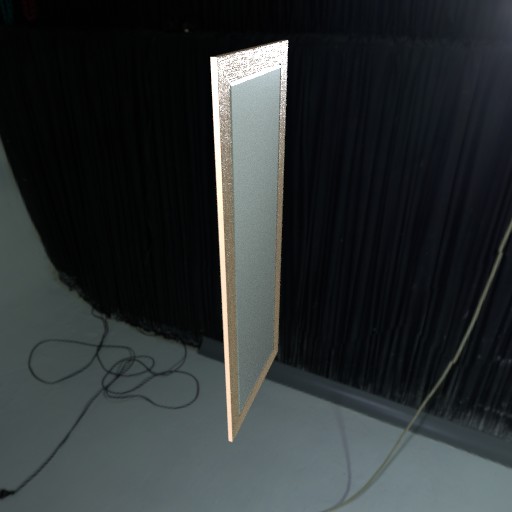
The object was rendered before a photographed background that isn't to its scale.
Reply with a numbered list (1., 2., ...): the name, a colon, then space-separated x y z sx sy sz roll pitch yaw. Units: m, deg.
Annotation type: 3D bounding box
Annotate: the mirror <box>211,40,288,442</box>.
1. mirror: 0.000 0.000 2.375 0.026 2.031 0.812 11 32 18
